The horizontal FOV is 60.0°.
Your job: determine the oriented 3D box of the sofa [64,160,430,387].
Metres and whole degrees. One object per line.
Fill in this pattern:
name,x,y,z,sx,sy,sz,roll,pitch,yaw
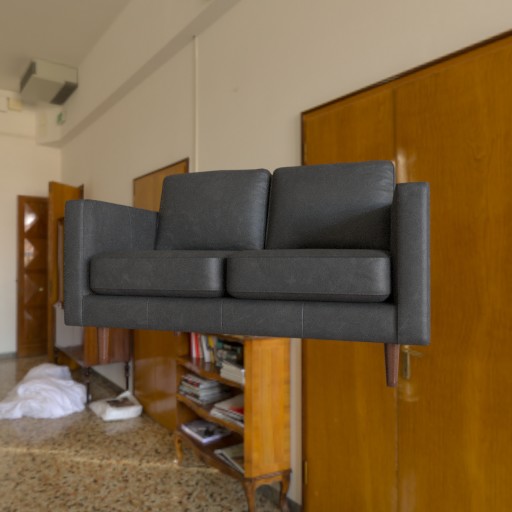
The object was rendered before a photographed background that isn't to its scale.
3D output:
sofa,0.000,0.000,2.009,1.430,0.899,0.879,0,-1,18
